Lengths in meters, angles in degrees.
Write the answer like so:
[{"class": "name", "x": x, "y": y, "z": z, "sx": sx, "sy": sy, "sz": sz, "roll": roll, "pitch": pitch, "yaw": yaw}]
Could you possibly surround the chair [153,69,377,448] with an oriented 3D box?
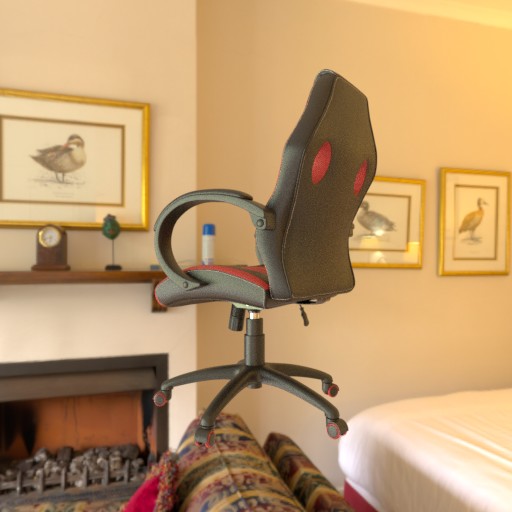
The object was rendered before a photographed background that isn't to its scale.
[{"class": "chair", "x": 0.000, "y": 0.000, "z": 1.690, "sx": 0.783, "sy": 1.189, "sz": 0.750, "roll": 0, "pitch": 0, "yaw": 35}]
